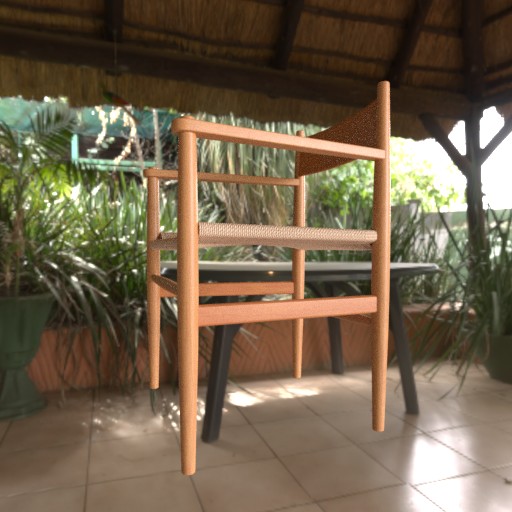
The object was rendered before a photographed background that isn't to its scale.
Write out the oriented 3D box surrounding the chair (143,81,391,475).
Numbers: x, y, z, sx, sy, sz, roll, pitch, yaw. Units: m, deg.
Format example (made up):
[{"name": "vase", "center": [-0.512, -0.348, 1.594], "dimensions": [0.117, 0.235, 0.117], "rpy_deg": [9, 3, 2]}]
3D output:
[{"name": "chair", "center": [0.000, 0.000, 1.100], "dimensions": [0.495, 0.762, 0.556], "rpy_deg": [0, 1, -20]}]
